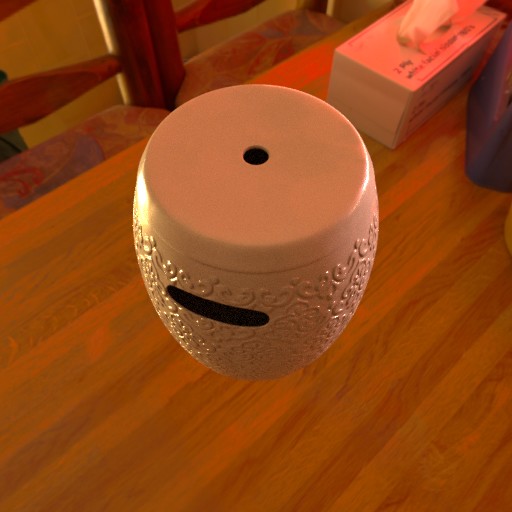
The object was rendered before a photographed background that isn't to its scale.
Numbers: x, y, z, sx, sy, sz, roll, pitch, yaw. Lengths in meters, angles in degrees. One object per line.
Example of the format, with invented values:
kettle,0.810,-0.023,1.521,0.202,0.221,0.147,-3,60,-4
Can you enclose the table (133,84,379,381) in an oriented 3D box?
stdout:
table,0.000,0.000,0.622,0.309,0.397,0.309,0,58,0
